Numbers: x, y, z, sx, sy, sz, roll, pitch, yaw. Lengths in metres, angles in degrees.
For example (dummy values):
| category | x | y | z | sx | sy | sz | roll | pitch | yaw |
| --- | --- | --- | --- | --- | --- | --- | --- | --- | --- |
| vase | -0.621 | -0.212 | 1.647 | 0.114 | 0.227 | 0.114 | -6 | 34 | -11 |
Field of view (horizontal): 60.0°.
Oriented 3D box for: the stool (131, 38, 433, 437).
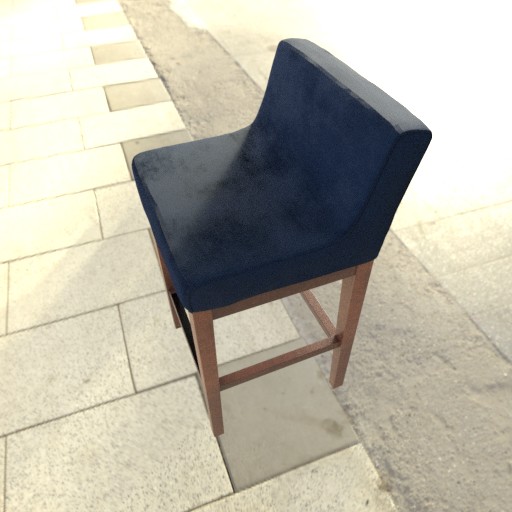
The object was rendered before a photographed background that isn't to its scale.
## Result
| category | x | y | z | sx | sy | sz | roll | pitch | yaw |
| --- | --- | --- | --- | --- | --- | --- | --- | --- | --- |
| stool | 0.000 | 0.000 | 1.216 | 0.516 | 0.945 | 0.511 | -17 | 47 | -16 |
